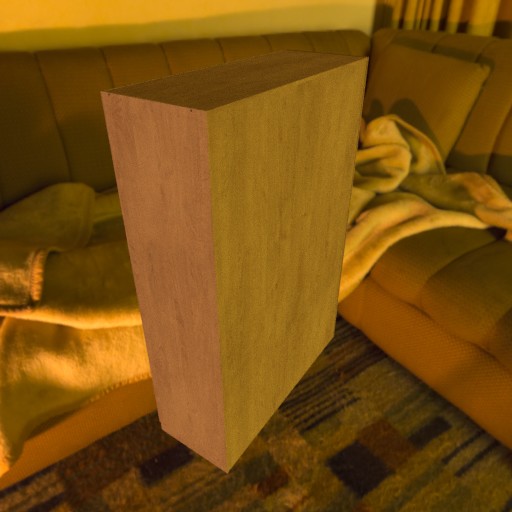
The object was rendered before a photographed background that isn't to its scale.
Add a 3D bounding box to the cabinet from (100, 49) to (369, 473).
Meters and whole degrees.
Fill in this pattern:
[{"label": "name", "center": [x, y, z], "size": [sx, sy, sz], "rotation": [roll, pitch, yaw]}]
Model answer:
[{"label": "cabinet", "center": [0.000, 0.000, 2.442], "size": [0.510, 1.910, 1.290], "rotation": [20, 38, 28]}]
